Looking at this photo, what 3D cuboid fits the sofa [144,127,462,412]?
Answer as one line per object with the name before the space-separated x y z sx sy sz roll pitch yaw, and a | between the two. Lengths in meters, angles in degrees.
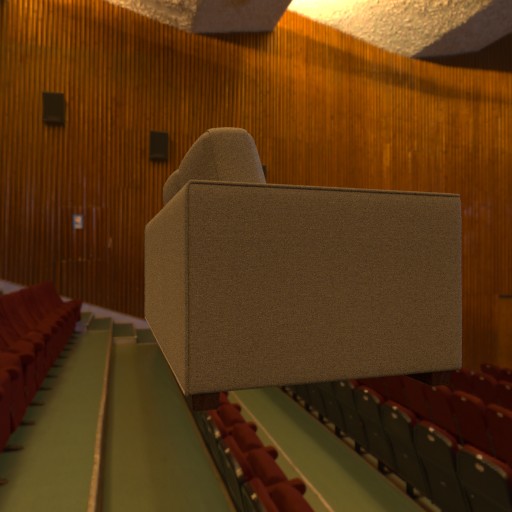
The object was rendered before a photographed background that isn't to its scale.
sofa | 0.000 0.000 2.285 1.007 0.924 1.812 0 0 -18
